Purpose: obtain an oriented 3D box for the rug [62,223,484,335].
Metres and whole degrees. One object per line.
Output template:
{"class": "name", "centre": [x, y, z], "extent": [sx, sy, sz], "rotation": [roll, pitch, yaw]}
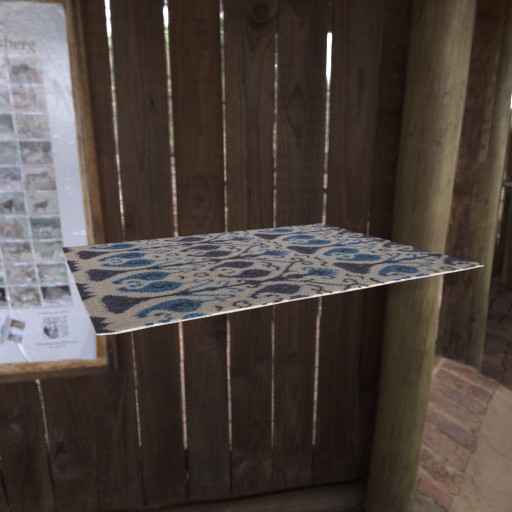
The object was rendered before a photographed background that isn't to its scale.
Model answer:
{"class": "rug", "centre": [0.000, 0.000, 4.190], "extent": [3.228, 0.024, 2.443], "rotation": [-7, 15, -26]}
